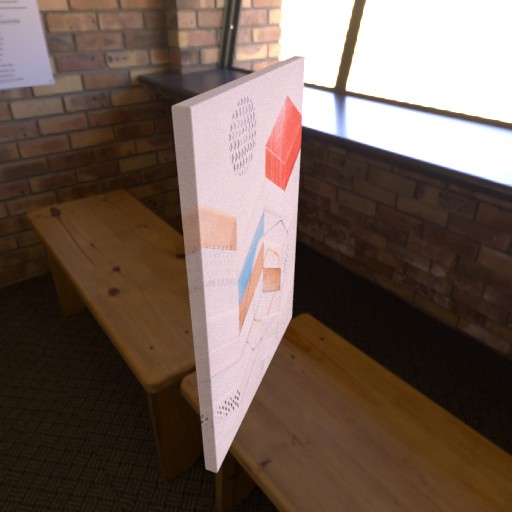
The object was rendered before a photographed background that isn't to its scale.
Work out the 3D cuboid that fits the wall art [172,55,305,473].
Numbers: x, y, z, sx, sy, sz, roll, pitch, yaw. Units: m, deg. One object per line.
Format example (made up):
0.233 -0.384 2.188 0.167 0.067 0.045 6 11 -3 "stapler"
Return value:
0.000 0.000 1.319 0.045 1.014 0.759 11 32 17 "wall art"
